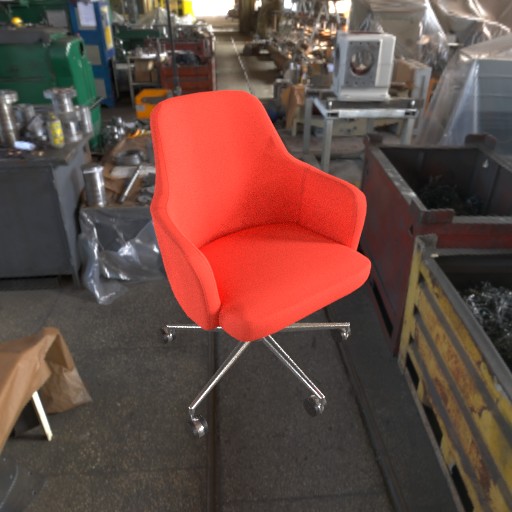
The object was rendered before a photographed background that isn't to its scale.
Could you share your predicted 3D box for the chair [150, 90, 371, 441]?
[{"bbox_3d":[0.000,0.000,1.276,0.655,0.820,0.600,-22,37,-32],"label":"chair"}]
